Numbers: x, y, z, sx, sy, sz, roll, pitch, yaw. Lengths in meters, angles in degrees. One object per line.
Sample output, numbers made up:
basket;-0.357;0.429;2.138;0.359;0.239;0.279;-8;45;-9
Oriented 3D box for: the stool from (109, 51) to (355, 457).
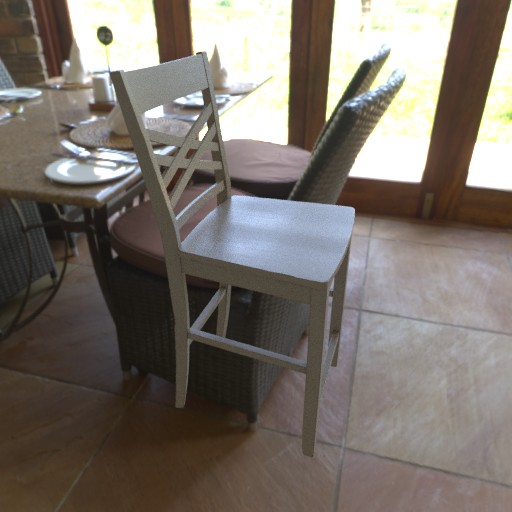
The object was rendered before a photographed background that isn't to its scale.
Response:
stool;0.000;0.000;1.339;0.539;1.079;0.462;10;31;16
